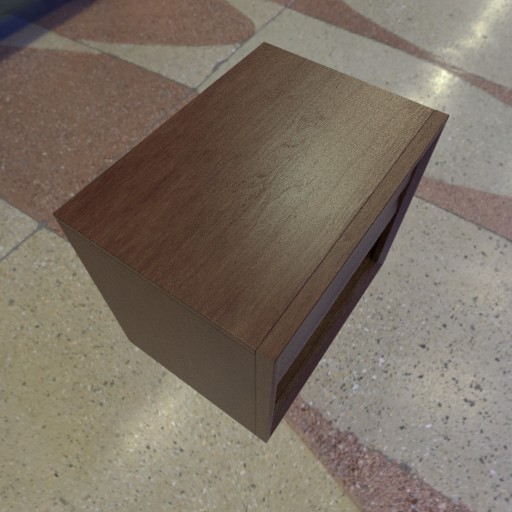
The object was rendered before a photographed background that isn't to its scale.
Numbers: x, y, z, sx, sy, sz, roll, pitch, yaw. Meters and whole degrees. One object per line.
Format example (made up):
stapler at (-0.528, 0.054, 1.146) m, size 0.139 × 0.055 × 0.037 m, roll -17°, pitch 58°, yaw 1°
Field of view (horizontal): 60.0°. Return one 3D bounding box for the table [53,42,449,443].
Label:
table at (0.000, 0.000, 0.986) m, size 0.449 × 0.609 × 0.557 m, roll 31°, pitch 62°, yaw 19°
